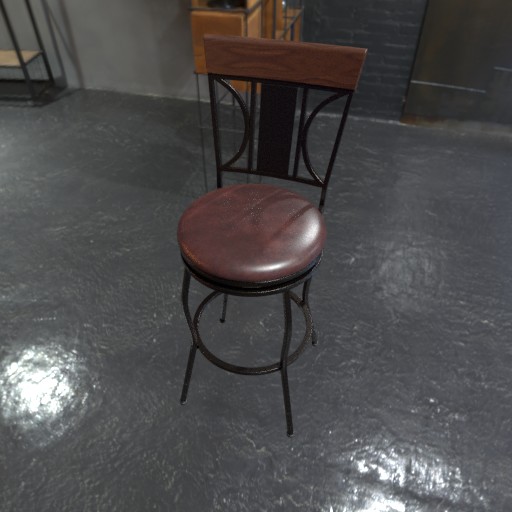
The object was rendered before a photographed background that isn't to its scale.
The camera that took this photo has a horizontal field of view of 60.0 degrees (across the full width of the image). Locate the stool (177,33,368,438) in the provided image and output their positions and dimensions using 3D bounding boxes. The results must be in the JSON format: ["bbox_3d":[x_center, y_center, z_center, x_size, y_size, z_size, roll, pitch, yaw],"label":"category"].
[{"bbox_3d":[0.000,0.000,1.382,0.448,1.130,0.513,12,43,13],"label":"stool"}]
